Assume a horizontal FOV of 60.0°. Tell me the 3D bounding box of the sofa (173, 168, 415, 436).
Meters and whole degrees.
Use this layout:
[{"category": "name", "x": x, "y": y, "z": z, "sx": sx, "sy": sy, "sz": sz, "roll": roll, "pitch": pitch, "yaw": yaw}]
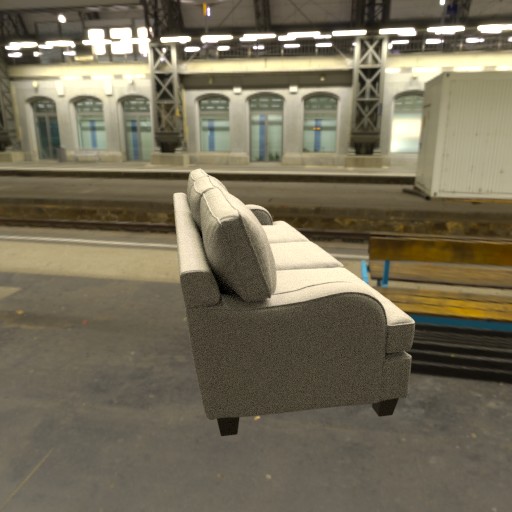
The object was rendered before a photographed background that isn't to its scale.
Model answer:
[{"category": "sofa", "x": 0.000, "y": 0.000, "z": 2.894, "sx": 1.016, "sy": 0.991, "sz": 2.323, "roll": -3, "pitch": 16, "yaw": -10}]
